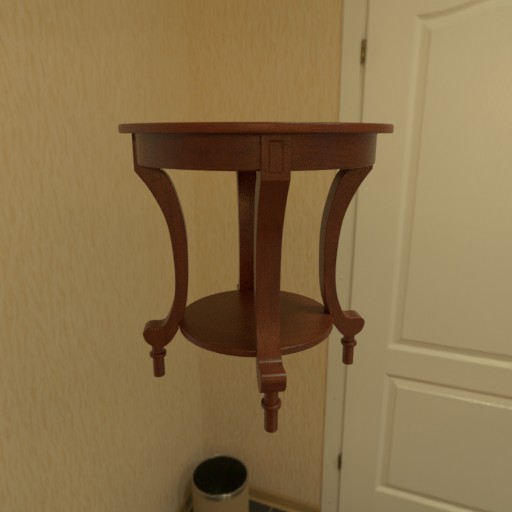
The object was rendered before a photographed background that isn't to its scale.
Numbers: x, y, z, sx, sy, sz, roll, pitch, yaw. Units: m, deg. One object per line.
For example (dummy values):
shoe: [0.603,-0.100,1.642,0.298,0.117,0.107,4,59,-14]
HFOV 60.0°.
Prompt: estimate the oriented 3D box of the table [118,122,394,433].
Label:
table: [0.000,0.000,1.081,0.597,0.612,0.597,0,15,0]
